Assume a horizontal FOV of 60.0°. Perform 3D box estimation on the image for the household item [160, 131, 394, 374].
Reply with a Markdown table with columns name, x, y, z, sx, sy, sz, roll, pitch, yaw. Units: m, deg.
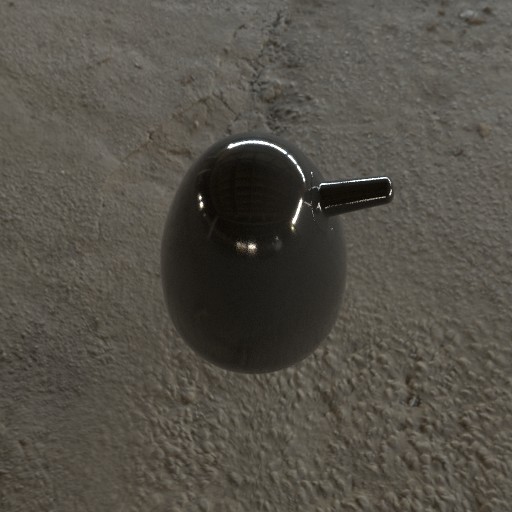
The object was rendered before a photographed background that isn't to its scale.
| name | x | y | z | sx | sy | sz | roll | pitch | yaw |
| --- | --- | --- | --- | --- | --- | --- | --- | --- | --- |
| household item | 0.000 | 0.000 | 0.223 | 0.104 | 0.152 | 0.102 | 4 | 64 | 2 |
